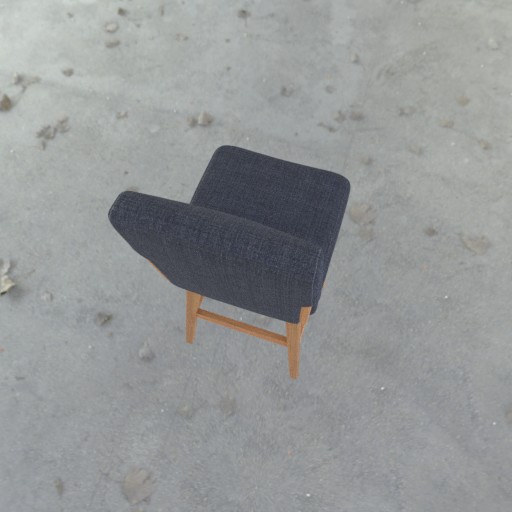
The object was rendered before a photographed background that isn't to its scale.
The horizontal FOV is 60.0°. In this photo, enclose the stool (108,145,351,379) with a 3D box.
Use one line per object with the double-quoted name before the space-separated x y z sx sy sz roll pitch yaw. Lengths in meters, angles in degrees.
"stool" 0.000 0.000 1.407 0.483 1.112 0.570 17 64 9
